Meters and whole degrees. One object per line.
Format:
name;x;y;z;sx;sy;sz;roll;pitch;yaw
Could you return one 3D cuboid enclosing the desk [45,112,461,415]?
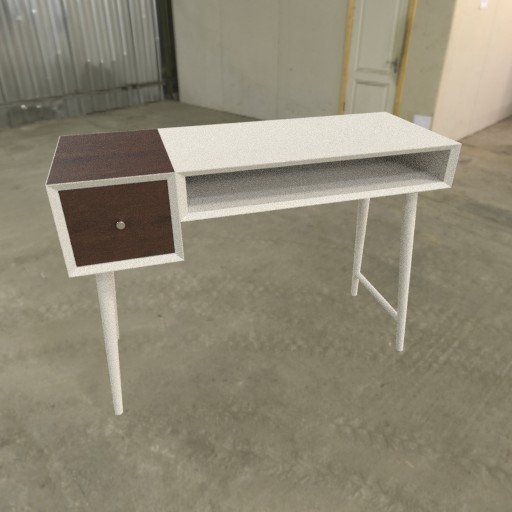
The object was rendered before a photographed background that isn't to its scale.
desk;0.000;0.000;1.446;1.069;0.761;0.409;-9;32;-14
